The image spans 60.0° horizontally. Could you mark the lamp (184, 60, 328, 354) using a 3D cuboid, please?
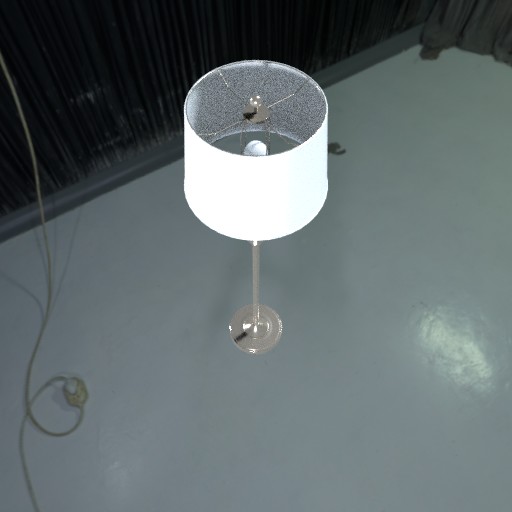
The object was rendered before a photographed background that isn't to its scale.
[{"bbox_3d":[0.000,0.000,1.706,0.431,1.488,0.431,0,59,0],"label":"lamp"}]
